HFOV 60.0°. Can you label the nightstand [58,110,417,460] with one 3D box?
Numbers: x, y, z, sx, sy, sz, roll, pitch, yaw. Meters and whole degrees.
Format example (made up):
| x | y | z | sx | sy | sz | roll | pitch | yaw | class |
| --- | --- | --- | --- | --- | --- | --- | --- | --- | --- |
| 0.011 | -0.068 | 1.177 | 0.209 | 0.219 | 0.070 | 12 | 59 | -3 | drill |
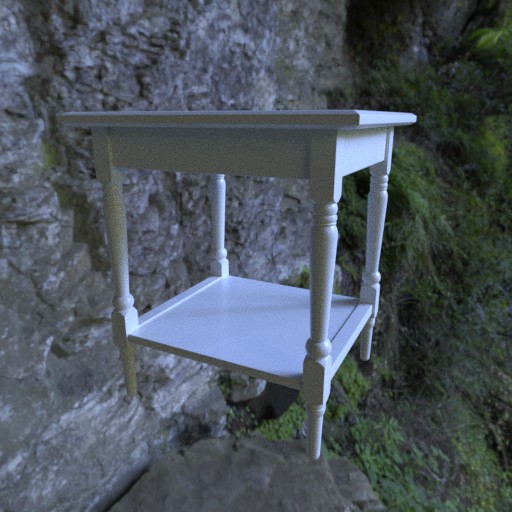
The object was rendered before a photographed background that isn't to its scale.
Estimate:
| x | y | z | sx | sy | sz | roll | pitch | yaw | class |
| --- | --- | --- | --- | --- | --- | --- | --- | --- | --- |
| 0.000 | 0.000 | 0.902 | 0.505 | 0.555 | 0.459 | 9 | 19 | 26 | nightstand |
